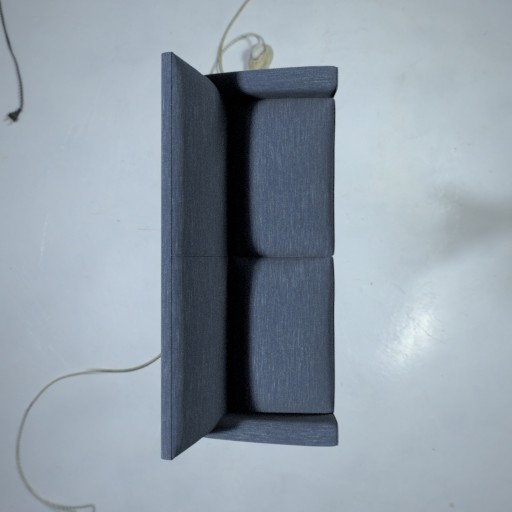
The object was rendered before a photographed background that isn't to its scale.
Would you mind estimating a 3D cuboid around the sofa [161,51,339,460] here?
[{"bbox_3d":[0.000,0.000,2.468,0.875,0.846,1.976,0,90,1],"label":"sofa"}]
